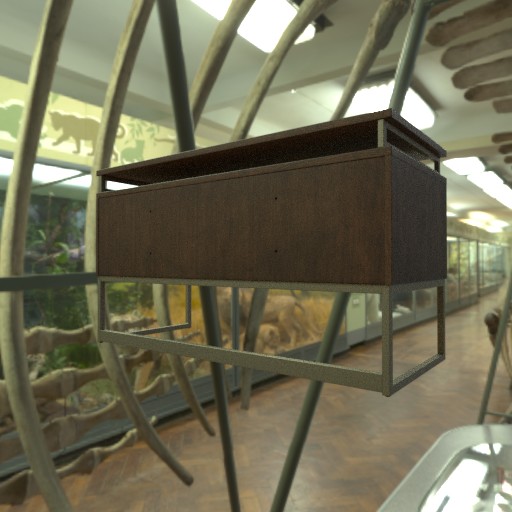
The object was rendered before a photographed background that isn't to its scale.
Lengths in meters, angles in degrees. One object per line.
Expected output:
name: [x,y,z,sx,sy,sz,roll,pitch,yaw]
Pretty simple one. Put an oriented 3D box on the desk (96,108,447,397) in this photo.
desk: [0.000,0.000,1.864,1.384,0.792,0.610,-1,-1,37]
